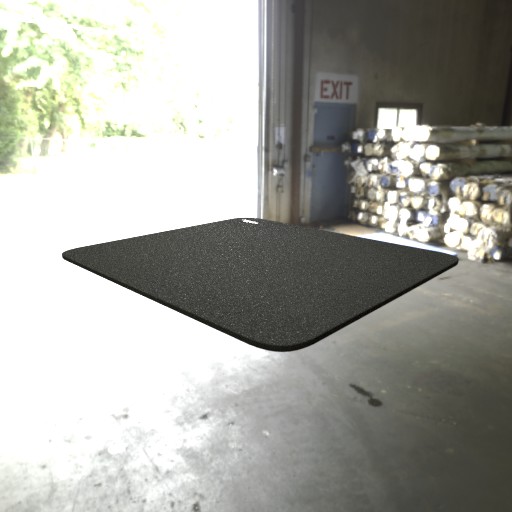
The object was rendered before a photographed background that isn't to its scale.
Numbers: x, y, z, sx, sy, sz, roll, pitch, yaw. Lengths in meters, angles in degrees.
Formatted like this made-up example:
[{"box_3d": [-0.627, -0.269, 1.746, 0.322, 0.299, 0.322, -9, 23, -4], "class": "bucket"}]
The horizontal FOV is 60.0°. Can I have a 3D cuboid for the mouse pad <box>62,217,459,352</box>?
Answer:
[{"box_3d": [0.000, 0.000, 0.327, 0.229, 0.003, 0.203, 15, 22, 42], "class": "mouse pad"}]
